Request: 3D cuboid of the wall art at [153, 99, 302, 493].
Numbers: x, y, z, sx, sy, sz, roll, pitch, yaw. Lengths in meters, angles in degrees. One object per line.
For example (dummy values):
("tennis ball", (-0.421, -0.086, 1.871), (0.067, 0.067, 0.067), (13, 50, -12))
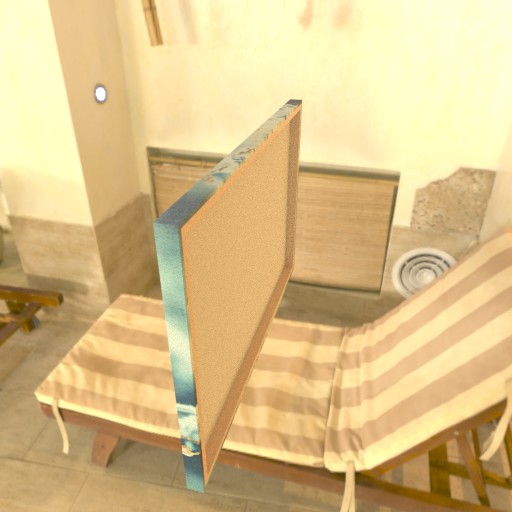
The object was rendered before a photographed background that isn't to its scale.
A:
("wall art", (0.000, 0.000, 1.139), (0.038, 0.608, 0.912), (8, 31, 14))
